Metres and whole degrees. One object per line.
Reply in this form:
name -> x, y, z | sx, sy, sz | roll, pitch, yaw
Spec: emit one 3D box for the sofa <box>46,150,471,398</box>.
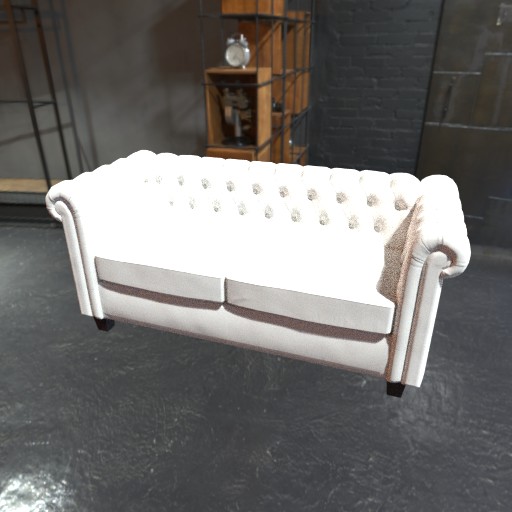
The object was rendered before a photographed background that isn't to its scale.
sofa -> 0.000, 0.000, 2.213 | 1.798, 0.796, 0.771 | 9, 27, 17
